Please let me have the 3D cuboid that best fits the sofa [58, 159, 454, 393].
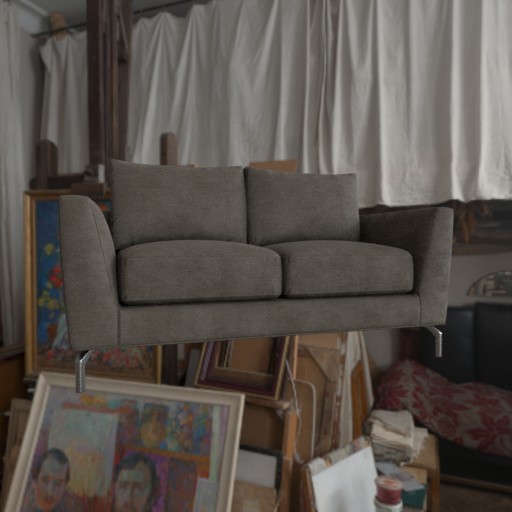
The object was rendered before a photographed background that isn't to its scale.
[{"bbox_3d":[0.000,0.000,2.327,1.832,1.013,0.855,-1,2,-19],"label":"sofa"}]
